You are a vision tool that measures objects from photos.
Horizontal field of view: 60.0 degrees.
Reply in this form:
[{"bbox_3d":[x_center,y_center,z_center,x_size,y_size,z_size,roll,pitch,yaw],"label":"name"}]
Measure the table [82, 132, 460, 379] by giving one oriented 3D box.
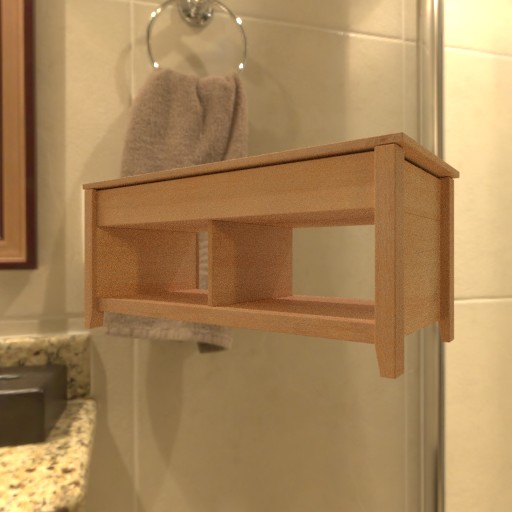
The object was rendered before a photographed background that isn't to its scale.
[{"bbox_3d":[0.000,0.000,1.307,1.016,0.457,0.483,0,0,36],"label":"table"}]
